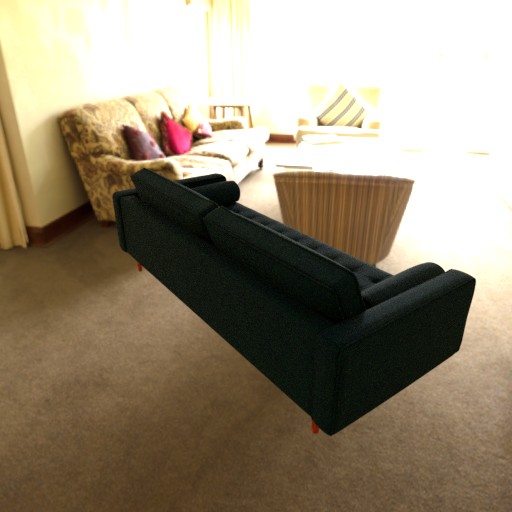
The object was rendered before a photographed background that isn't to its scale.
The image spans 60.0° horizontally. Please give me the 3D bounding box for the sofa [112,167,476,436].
[{"bbox_3d":[0.000,0.000,2.644,0.914,0.762,2.210,-18,31,-32],"label":"sofa"}]
